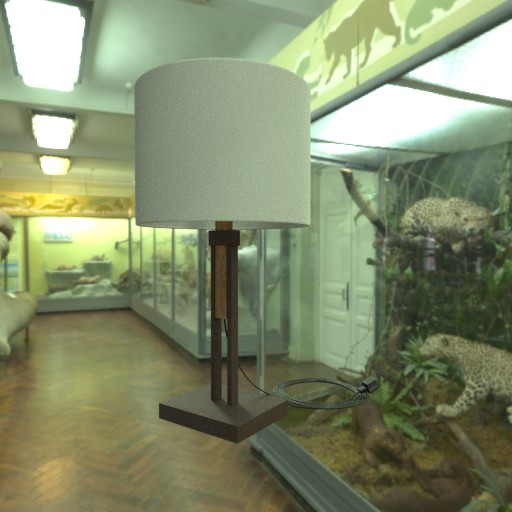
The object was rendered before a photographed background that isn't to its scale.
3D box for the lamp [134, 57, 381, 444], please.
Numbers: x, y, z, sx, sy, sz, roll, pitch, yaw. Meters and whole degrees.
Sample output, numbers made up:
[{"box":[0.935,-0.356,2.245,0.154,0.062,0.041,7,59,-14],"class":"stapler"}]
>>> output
[{"box":[0.000,0.000,0.976,0.396,0.668,0.525,1,1,36],"class":"lamp"}]
